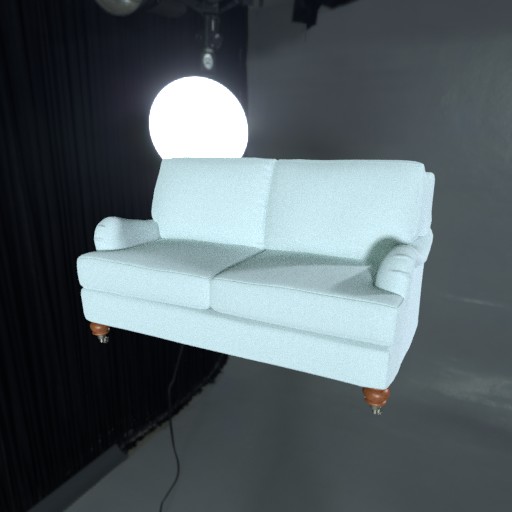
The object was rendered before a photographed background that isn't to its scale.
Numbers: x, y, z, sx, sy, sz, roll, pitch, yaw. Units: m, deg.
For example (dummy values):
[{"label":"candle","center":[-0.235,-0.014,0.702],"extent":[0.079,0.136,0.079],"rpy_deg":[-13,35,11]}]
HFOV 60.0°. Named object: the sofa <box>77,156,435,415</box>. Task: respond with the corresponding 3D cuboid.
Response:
[{"label":"sofa","center":[0.000,0.000,2.589],"extent":[1.853,1.101,1.084],"rpy_deg":[7,16,26]}]
